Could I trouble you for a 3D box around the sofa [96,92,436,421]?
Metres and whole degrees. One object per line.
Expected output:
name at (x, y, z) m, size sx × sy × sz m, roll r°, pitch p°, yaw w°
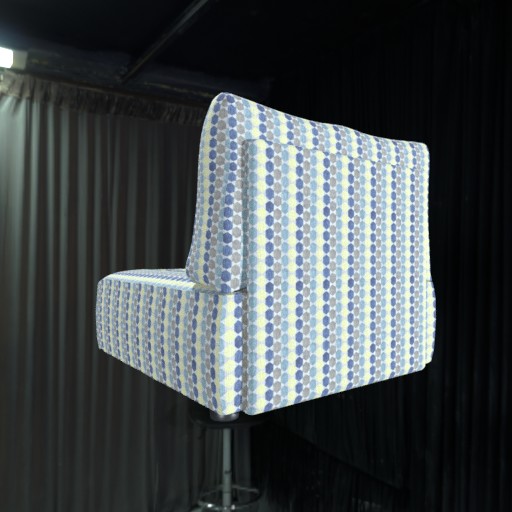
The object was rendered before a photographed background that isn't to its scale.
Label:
sofa at (0.000, 0.000, 1.726) m, size 0.930 × 0.830 × 1.000 m, roll 0°, pitch 0°, yaw -37°
